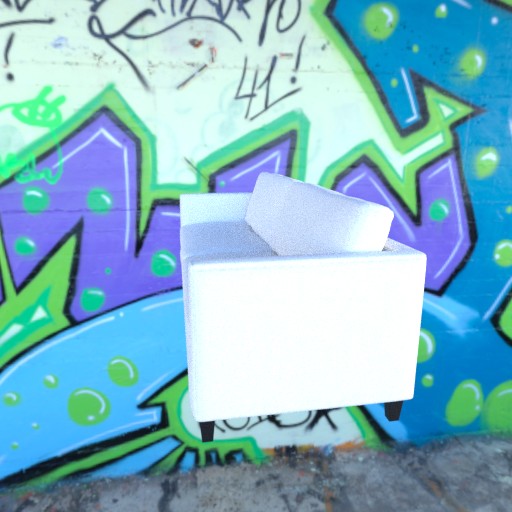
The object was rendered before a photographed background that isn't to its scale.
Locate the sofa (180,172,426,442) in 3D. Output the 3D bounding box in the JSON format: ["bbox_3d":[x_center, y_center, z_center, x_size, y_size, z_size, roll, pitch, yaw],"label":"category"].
[{"bbox_3d":[0.000,0.000,2.844,0.948,0.965,2.434,-2,14,-10],"label":"sofa"}]
